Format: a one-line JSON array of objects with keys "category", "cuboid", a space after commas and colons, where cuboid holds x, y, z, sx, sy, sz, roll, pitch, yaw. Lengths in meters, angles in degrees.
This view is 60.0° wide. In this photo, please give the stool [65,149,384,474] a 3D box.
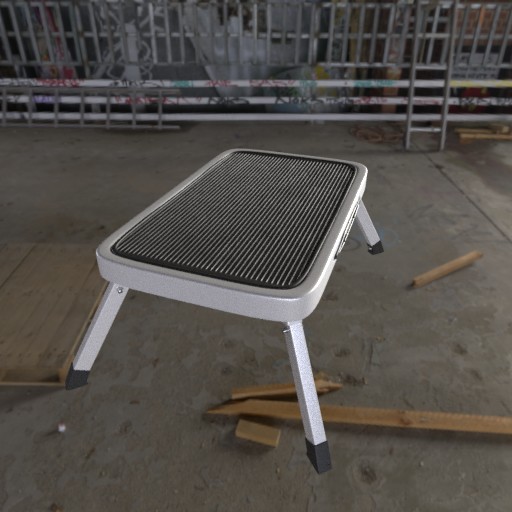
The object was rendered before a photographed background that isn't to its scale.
[{"category": "stool", "cuboid": [0.000, 0.000, 0.611, 0.320, 0.170, 0.460, 11, 33, 17]}]
